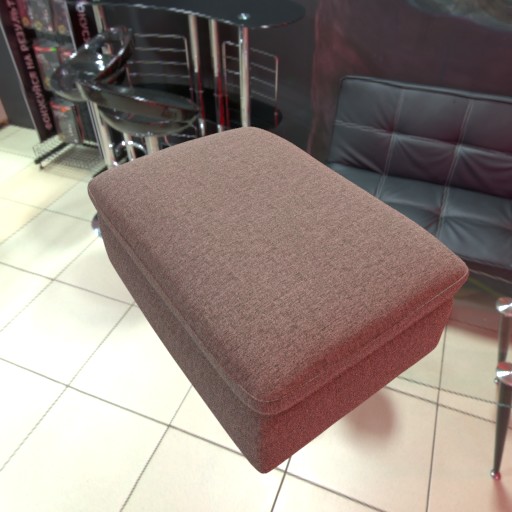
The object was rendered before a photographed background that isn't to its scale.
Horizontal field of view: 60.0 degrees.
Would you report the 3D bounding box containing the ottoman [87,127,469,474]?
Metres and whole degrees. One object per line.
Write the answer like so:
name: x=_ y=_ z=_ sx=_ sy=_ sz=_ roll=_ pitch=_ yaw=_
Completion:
ottoman: x=0.000 y=0.000 z=1.339 sx=0.694 sy=0.451 sz=0.977 roll=-25 pitch=48 yaw=-26
